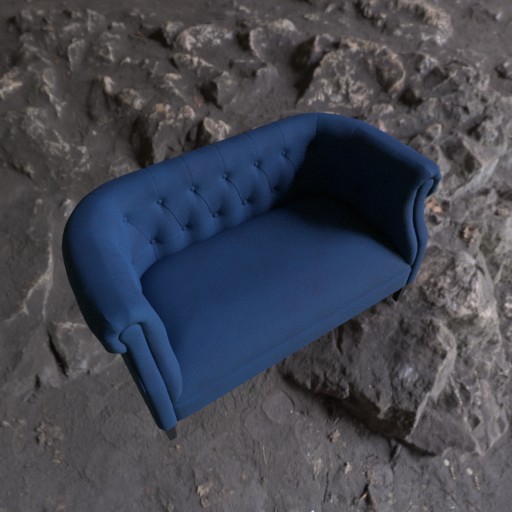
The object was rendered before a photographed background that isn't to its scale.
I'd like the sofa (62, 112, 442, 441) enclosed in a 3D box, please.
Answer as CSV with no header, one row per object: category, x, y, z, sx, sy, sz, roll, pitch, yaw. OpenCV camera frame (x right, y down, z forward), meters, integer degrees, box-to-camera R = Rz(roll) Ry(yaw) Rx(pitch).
sofa,0.000,0.000,2.058,1.558,0.827,0.835,-26,52,-22
